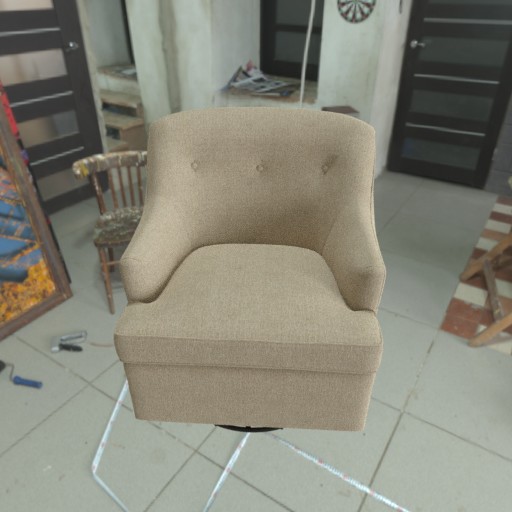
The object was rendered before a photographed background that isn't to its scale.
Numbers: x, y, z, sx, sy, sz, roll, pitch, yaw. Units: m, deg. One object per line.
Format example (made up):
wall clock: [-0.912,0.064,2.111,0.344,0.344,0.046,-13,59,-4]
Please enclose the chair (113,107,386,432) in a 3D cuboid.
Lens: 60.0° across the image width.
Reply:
chair: [0.000,0.000,1.609,0.864,0.856,0.923,2,32,3]
